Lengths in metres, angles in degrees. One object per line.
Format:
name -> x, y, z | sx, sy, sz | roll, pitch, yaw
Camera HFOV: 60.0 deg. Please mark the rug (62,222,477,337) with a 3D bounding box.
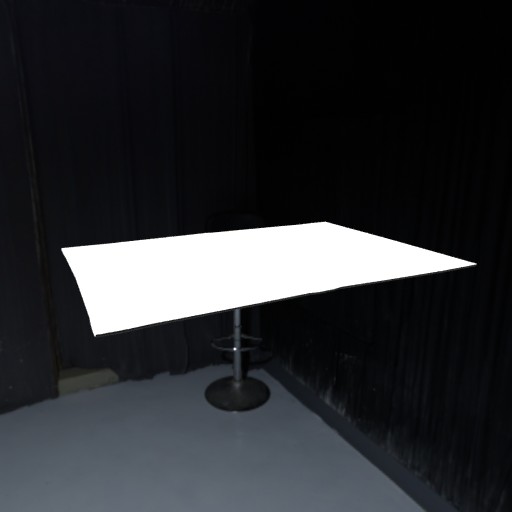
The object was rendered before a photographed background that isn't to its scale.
rug -> 0.000, 0.000, 3.711 | 2.869, 0.038, 2.032 | -7, 17, -26
